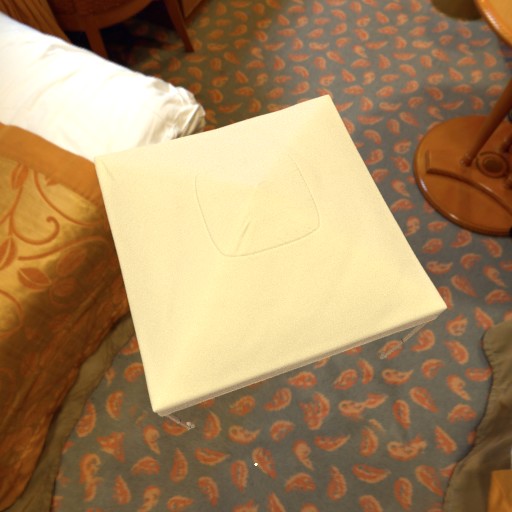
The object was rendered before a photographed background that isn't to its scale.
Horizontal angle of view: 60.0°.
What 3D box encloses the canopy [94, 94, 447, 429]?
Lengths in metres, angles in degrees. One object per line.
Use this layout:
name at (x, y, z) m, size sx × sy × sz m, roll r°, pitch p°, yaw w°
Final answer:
canopy at (0.000, 0.000, 5.428) m, size 2.996 × 2.997 × 2.998 m, roll -17°, pitch 66°, yaw -8°
